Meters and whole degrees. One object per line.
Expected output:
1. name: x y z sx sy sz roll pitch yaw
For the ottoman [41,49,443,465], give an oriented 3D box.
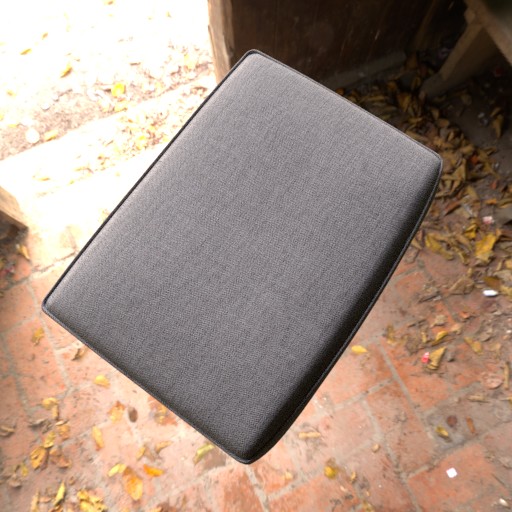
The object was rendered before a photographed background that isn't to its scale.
1. ottoman: 0.000 0.000 1.069 0.555 0.458 0.750 34 78 8
